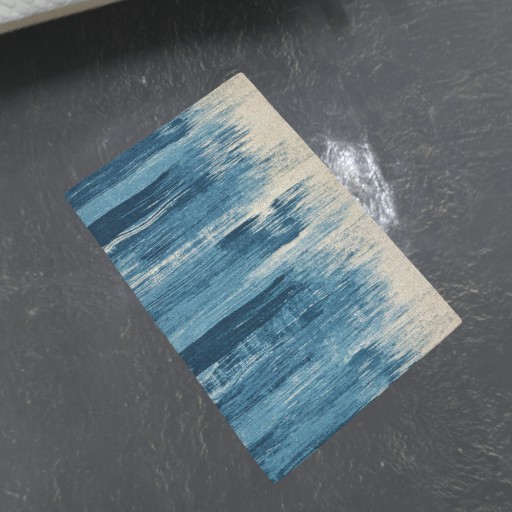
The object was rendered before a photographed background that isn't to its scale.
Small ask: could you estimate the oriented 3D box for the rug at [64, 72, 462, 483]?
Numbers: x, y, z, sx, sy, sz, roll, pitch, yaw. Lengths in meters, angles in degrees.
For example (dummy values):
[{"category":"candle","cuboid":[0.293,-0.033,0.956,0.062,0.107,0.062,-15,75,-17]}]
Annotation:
[{"category":"rug","cuboid":[0.000,0.000,2.316,1.232,0.009,1.836,-37,79,-8]}]
